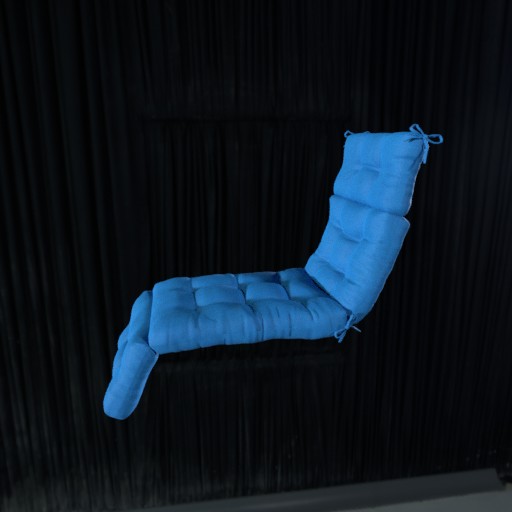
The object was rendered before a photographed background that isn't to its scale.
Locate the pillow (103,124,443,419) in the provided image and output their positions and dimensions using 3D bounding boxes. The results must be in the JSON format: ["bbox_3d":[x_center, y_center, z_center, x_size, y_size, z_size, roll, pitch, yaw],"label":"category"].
[{"bbox_3d":[0.000,0.000,1.525,1.016,0.863,0.526,-3,15,-11],"label":"pillow"}]
